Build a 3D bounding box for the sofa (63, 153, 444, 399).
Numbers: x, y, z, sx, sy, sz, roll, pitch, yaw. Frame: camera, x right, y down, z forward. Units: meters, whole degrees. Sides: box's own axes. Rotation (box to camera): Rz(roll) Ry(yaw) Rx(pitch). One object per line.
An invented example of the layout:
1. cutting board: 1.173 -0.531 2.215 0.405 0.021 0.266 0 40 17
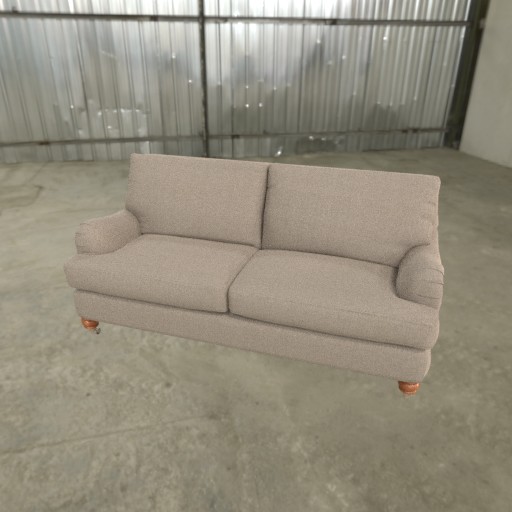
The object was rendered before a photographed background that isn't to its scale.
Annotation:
1. sofa: 0.000 0.000 2.805 2.160 1.054 1.087 8 27 16
